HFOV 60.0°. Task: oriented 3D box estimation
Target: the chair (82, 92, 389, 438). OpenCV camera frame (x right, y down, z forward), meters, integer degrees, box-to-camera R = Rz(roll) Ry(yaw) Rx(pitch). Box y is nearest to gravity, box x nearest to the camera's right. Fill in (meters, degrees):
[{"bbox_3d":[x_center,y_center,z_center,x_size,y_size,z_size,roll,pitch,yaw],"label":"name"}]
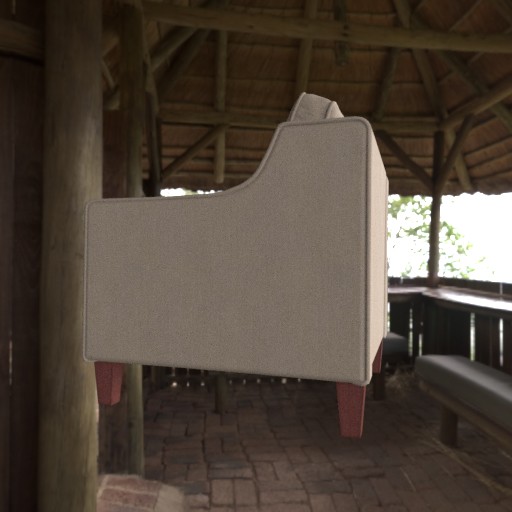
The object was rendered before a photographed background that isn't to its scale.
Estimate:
[{"bbox_3d":[0.000,0.000,1.651,0.909,0.960,0.831,0,-1,20],"label":"chair"}]
